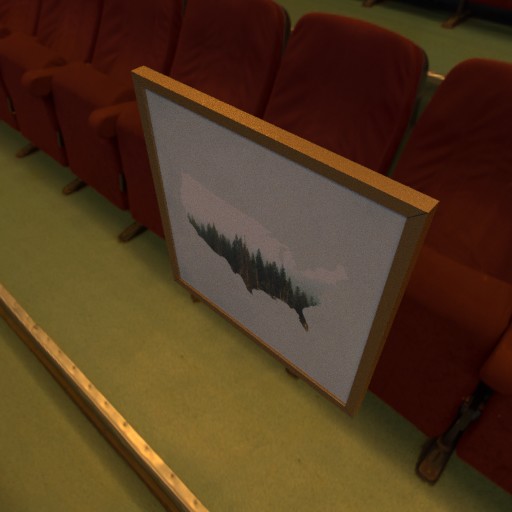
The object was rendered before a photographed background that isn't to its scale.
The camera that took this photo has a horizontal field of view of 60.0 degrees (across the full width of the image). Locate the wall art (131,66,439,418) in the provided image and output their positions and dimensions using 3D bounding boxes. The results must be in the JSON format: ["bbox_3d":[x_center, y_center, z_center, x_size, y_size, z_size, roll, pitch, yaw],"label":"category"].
[{"bbox_3d":[0.000,0.000,1.156,0.762,0.762,0.038,33,55,28],"label":"wall art"}]
